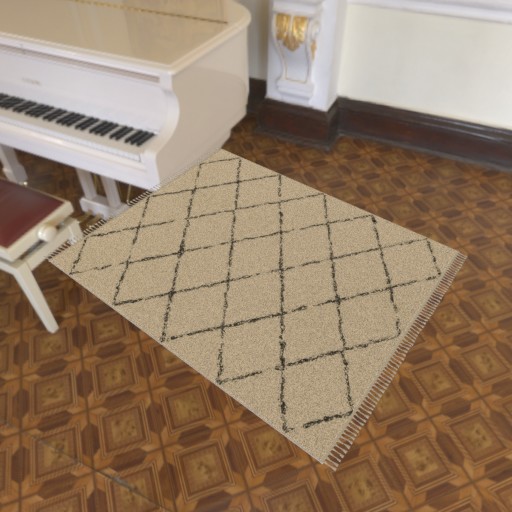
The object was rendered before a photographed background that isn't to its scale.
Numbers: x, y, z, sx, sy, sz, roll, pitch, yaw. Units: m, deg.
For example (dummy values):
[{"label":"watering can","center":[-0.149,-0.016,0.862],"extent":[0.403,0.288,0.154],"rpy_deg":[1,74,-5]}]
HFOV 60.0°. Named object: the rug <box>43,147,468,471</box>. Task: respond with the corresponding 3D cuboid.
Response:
[{"label":"rug","center":[0.000,0.000,4.031],"extent":[3.051,0.013,2.380],"rpy_deg":[29,52,26]}]
